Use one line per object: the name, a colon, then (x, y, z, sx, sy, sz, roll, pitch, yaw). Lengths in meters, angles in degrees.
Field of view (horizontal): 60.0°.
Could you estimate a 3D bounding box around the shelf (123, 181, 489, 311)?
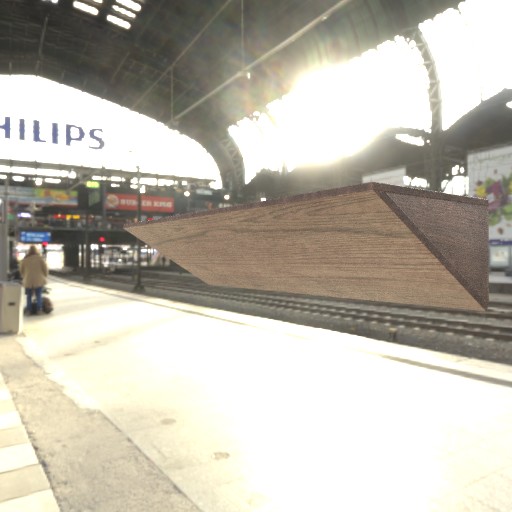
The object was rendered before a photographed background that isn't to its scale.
shelf: (0.000, 0.000, 0.684, 0.200, 0.125, 0.610, 0, 0, -36)
